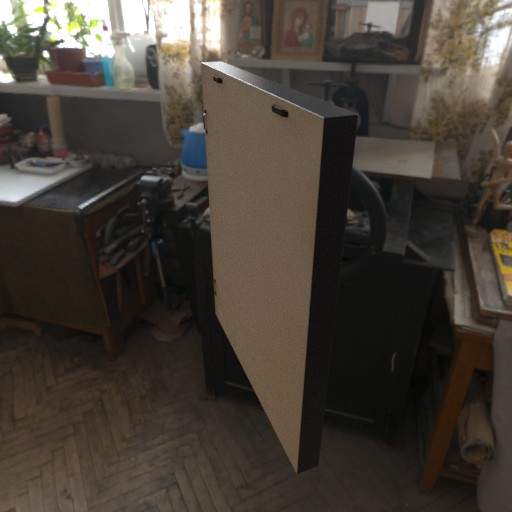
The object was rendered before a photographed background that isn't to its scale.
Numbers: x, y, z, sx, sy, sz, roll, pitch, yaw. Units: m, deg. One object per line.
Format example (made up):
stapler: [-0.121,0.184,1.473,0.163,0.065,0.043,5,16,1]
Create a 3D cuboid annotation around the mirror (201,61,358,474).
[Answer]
mirror: [0.000,0.000,0.684,0.041,0.508,0.405,-11,32,-18]
